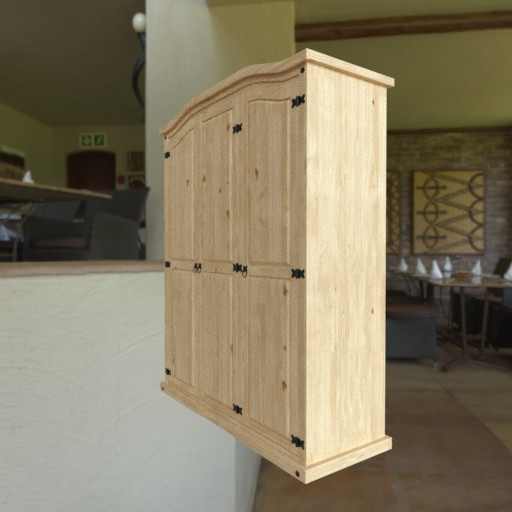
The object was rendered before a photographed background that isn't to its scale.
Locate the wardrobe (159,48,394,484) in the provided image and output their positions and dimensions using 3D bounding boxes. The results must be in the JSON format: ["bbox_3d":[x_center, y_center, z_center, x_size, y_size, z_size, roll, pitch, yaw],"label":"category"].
[{"bbox_3d":[0.000,0.000,2.596,0.570,1.870,1.500,-1,1,-35],"label":"wardrobe"}]
